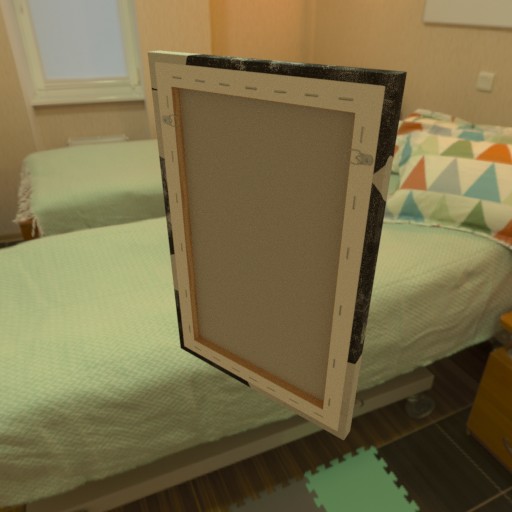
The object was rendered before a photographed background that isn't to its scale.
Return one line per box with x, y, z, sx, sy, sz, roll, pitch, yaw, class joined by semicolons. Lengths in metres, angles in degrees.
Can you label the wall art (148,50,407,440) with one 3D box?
0.000;0.000;1.125;0.610;0.915;0.041;20;36;31;wall art
